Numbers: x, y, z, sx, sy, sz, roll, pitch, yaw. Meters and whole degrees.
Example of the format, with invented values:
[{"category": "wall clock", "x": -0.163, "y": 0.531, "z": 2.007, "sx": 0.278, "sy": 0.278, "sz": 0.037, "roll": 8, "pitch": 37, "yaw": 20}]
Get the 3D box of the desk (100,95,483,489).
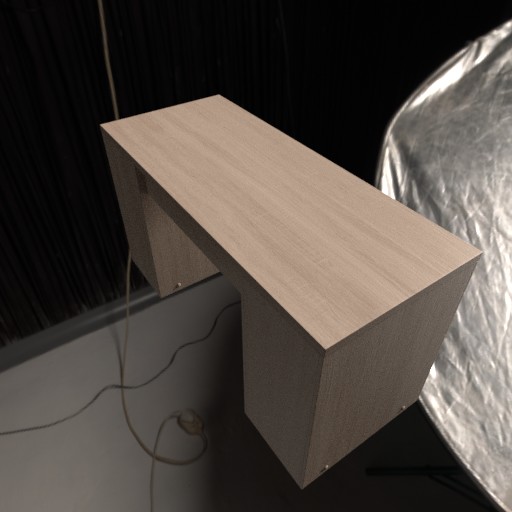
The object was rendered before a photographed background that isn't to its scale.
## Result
[{"category": "desk", "x": 0.000, "y": 0.000, "z": 1.762, "sx": 0.600, "sy": 0.740, "sz": 1.390, "roll": -25, "pitch": 46, "yaw": -26}]
